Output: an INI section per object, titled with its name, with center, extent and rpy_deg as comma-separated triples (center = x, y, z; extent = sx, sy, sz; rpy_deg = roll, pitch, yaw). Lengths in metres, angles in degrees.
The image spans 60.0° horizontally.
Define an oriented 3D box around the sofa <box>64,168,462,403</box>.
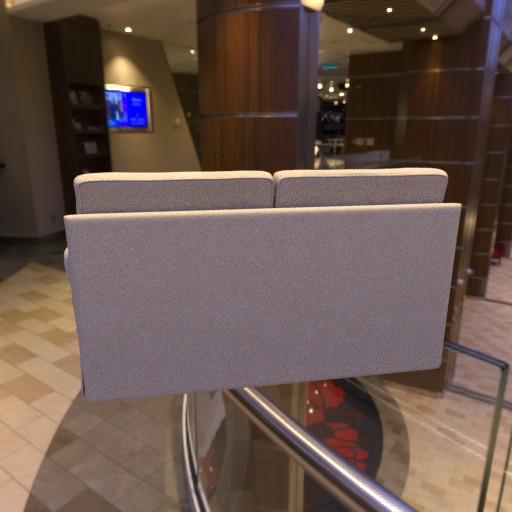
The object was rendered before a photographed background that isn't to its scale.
[sofa]
center = 0.000, 0.000, 2.321
extent = 1.727, 0.940, 0.991
rpy_deg = -3, 16, -10
